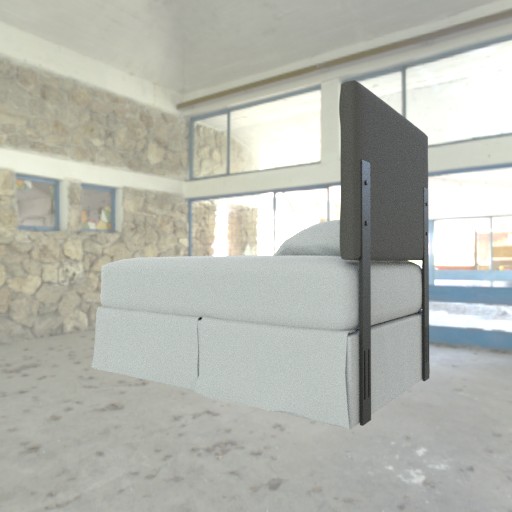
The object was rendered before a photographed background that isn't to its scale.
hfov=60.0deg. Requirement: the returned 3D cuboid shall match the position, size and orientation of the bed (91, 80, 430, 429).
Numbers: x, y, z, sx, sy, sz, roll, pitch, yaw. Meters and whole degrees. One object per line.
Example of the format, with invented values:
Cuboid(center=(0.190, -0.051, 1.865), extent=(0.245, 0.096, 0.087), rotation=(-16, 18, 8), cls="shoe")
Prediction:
Cuboid(center=(0.000, 0.000, 3.016), extent=(1.997, 1.571, 1.261), rotation=(-1, -1, 37), cls="bed")
